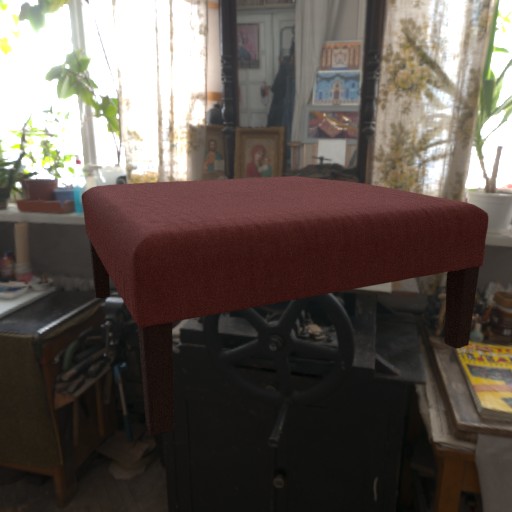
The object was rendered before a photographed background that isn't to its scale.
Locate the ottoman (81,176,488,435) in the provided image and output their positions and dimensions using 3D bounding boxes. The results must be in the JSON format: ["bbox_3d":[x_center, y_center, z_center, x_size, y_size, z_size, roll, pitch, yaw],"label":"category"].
[{"bbox_3d":[0.000,0.000,1.350,0.889,0.411,0.890,-7,17,-25],"label":"ottoman"}]
